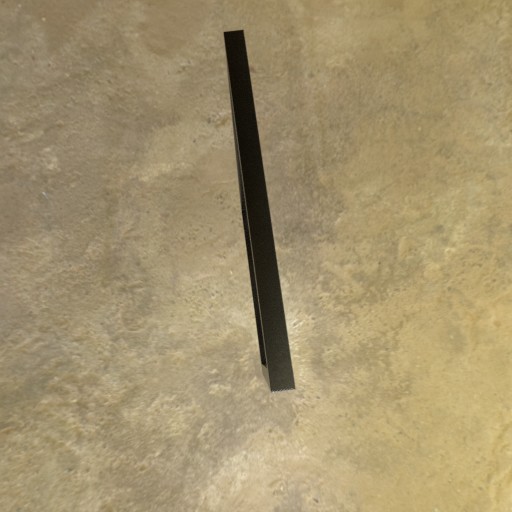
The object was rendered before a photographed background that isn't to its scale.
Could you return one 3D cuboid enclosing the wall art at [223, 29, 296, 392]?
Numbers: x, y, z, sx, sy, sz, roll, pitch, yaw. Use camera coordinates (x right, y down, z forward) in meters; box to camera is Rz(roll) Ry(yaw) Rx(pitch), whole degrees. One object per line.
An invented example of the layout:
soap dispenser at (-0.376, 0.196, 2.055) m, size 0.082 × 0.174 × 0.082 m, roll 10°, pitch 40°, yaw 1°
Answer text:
wall art at (0.000, 0.000, 0.586) m, size 0.019 × 0.455 × 0.314 m, roll -7°, pitch 77°, yaw -2°
